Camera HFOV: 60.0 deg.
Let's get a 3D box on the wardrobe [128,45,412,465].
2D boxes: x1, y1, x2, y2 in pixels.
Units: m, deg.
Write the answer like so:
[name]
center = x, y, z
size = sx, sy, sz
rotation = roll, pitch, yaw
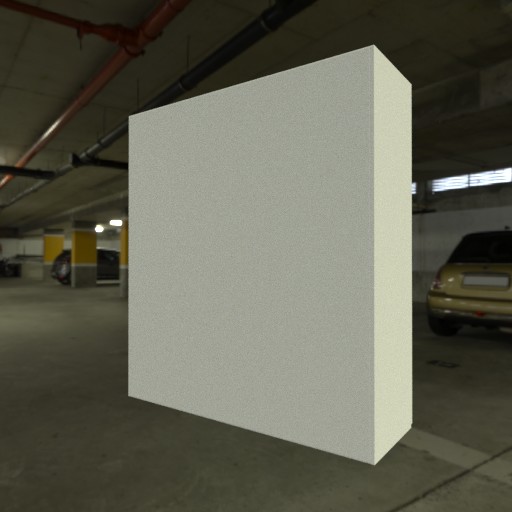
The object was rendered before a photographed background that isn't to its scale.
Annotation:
[wardrobe]
center = 0.000, 0.000, 2.903
size = 1.830, 2.020, 0.600
rotation = 0, 0, 36
